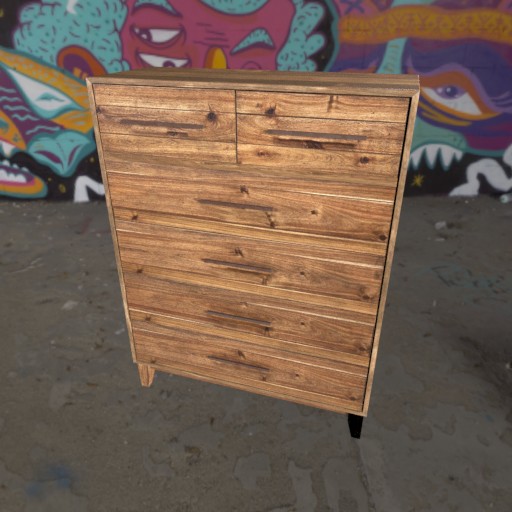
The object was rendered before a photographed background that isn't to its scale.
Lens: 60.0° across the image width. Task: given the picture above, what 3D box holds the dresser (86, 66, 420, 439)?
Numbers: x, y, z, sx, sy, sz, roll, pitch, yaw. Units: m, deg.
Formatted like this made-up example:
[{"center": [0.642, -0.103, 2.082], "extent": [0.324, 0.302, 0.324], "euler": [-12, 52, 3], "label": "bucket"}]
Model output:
[{"center": [0.000, 0.000, 1.842], "extent": [1.062, 1.393, 0.442], "euler": [8, 29, 15], "label": "dresser"}]
